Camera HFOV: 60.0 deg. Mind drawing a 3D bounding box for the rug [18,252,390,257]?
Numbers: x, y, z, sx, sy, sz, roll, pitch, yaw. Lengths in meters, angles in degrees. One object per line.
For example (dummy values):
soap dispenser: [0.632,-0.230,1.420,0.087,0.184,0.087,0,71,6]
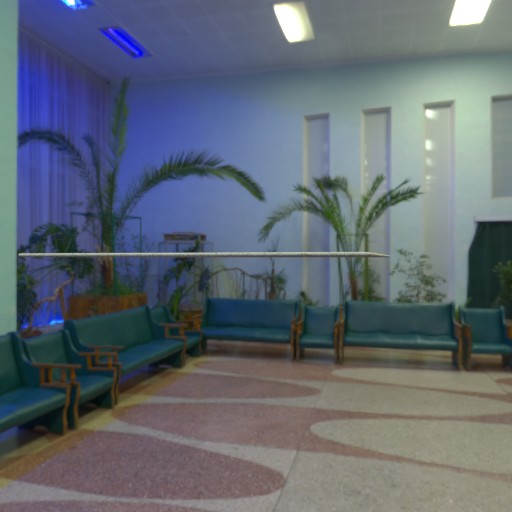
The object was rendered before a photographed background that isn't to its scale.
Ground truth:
rug: [0.000,0.000,2.747,1.526,0.015,2.132,0,0,19]
